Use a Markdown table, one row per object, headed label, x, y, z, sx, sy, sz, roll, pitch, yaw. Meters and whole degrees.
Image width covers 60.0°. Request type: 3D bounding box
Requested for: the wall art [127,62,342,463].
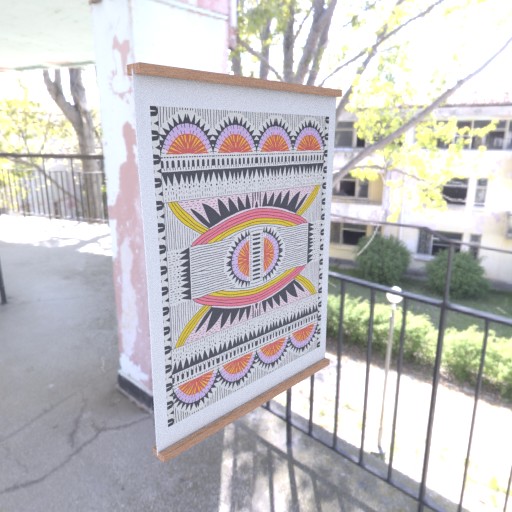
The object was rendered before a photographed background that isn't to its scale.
| label | x | y | z | sx | sy | sz | roll | pitch | yaw |
| --- | --- | --- | --- | --- | --- | --- | --- | --- | --- |
| wall art | 0.000 | 0.000 | 0.709 | 0.028 | 0.527 | 0.403 | 14 | 20 | 43 |
